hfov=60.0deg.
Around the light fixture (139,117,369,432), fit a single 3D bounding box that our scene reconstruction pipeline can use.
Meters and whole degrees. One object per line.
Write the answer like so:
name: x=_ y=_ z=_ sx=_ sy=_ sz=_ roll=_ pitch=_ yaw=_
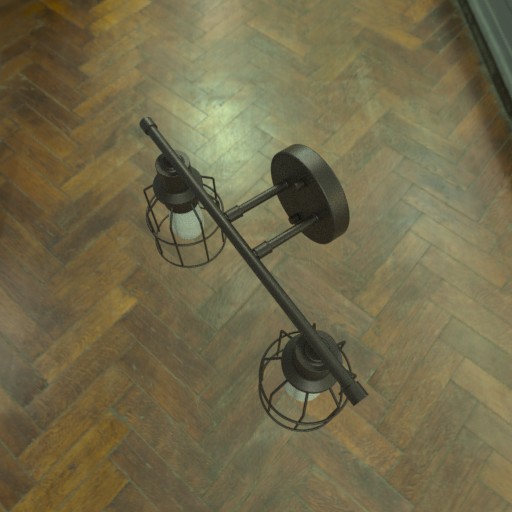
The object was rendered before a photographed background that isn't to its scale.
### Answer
light fixture: x=0.000 y=0.000 z=0.542 sx=0.165 sy=0.254 sz=0.406 roll=-32 pitch=67 yaw=-15
